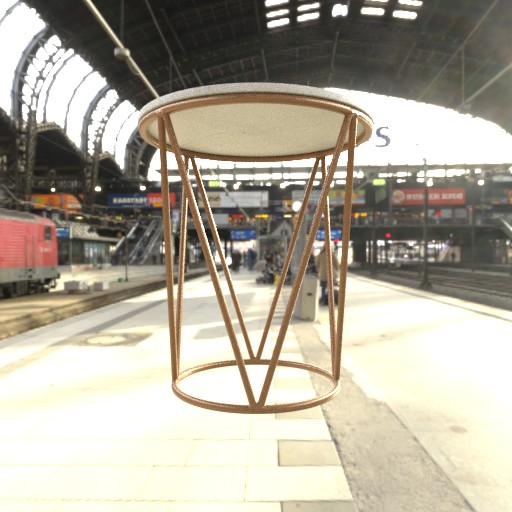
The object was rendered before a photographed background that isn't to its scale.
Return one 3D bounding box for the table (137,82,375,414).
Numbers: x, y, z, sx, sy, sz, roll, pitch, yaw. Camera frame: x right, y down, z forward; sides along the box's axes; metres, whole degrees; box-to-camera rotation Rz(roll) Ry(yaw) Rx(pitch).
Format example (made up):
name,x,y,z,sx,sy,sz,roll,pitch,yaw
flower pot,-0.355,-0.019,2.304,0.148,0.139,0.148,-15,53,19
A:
name,x,y,z,sx,sy,sz,roll,pitch,yaw
table,0.000,0.000,0.968,0.500,0.564,0.500,0,0,0
